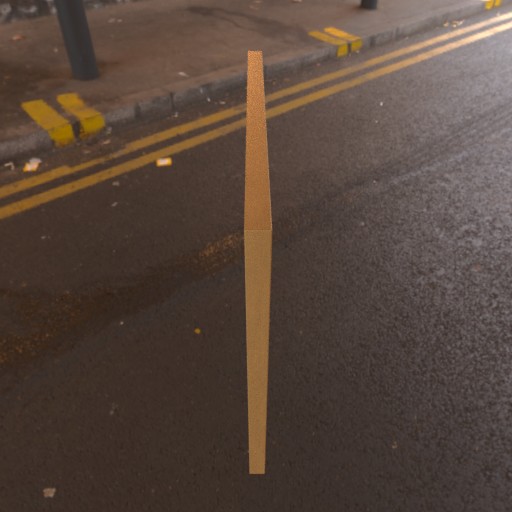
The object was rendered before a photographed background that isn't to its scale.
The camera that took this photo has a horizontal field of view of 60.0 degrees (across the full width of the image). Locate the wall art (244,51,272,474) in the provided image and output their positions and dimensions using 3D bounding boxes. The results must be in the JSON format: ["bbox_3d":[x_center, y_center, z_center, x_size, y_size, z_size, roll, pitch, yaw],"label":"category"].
[{"bbox_3d":[0.000,0.000,1.129,0.037,0.763,0.763,0,41,0],"label":"wall art"}]
